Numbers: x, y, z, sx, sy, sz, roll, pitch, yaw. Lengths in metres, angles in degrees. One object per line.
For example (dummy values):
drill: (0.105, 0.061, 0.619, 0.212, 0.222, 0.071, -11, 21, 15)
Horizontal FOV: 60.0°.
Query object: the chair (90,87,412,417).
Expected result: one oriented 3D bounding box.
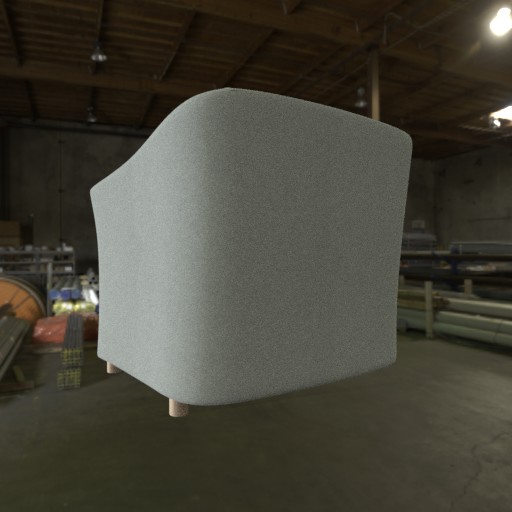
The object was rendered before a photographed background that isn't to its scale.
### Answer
chair: (0.000, 0.000, 1.340, 0.790, 0.720, 0.700, 0, 1, -36)
